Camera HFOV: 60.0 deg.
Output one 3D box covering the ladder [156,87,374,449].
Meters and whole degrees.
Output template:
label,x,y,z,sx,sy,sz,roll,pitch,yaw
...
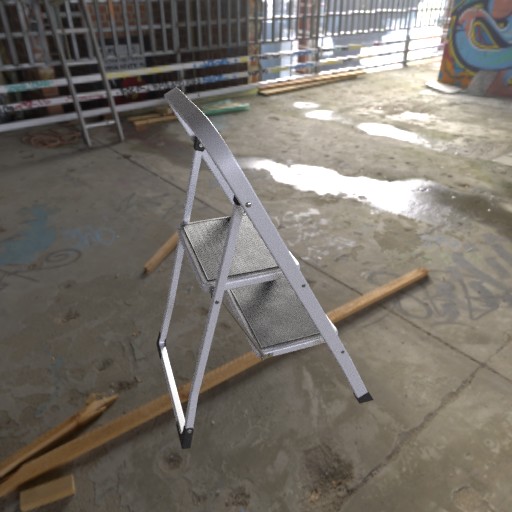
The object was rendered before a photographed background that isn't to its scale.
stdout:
label,x,y,z,sx,sy,sz,roll,pitch,yaw
ladder,0.000,0.000,1.149,0.544,0.810,0.460,-11,34,-17
